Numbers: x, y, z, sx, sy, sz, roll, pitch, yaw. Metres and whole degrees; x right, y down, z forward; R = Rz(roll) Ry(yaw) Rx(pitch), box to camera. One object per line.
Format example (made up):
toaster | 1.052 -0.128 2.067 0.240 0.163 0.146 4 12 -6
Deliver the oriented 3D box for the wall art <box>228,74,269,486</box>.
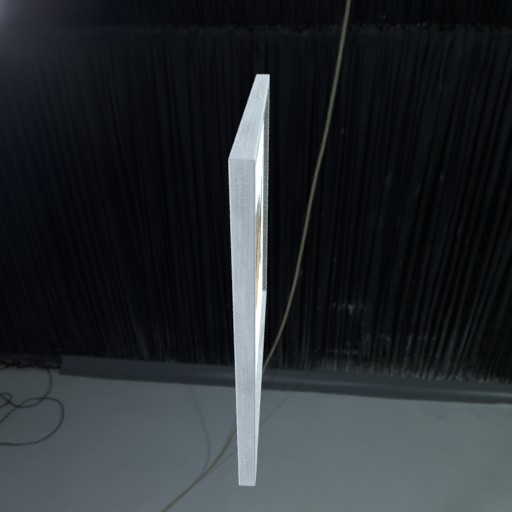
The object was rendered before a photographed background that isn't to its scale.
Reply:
wall art | 0.000 0.000 0.452 0.015 0.303 0.303 2 31 3
